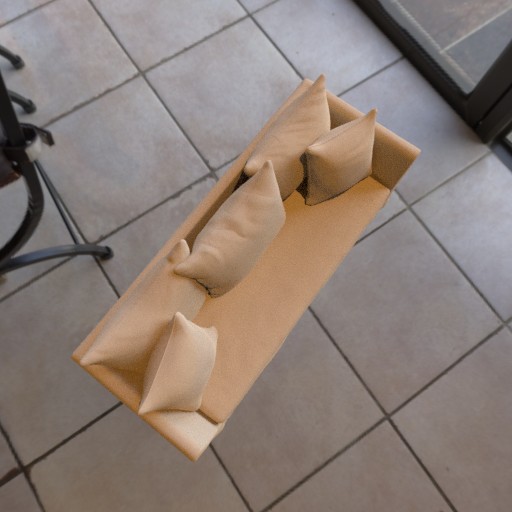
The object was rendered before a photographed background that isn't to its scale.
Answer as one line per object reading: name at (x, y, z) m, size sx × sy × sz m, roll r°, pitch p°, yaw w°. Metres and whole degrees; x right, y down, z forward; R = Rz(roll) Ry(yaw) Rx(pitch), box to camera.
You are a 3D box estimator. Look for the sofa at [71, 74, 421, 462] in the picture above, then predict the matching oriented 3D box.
sofa at (0.000, 0.000, 3.090) m, size 1.046 × 1.047 × 2.499 m, roll 36°, pitch 78°, yaw 9°
